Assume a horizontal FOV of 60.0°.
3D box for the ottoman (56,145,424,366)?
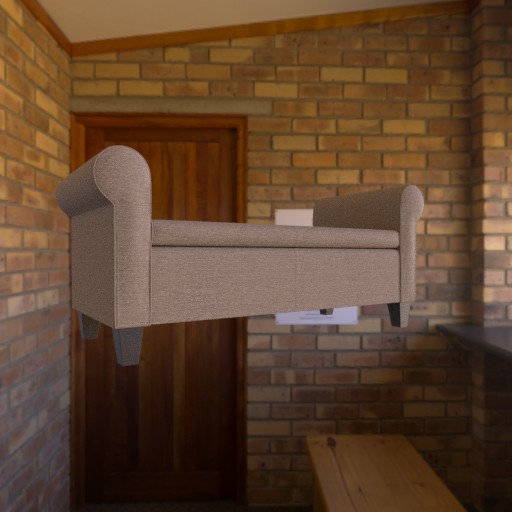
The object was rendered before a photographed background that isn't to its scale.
[{"bbox_3d":[0.000,0.000,1.601,1.256,0.547,0.521,0,0,-34],"label":"ottoman"}]
